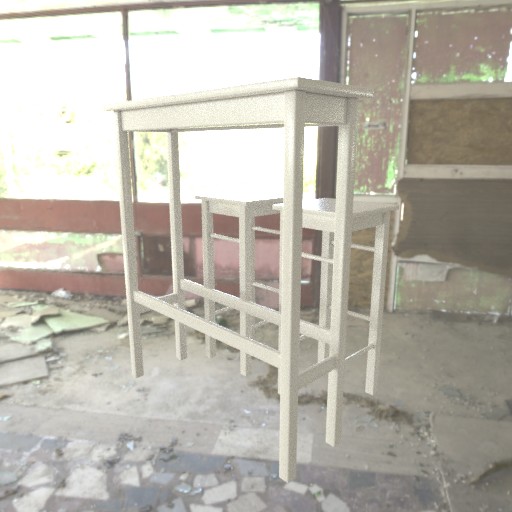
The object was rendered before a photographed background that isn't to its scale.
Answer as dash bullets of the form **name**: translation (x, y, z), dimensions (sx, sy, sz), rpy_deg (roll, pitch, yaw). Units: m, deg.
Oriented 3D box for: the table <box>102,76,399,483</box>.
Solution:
- **table**: translation (0.000, 0.000, 1.615), dimensions (0.650, 1.065, 0.915), rpy_deg (-13, 19, -43)
